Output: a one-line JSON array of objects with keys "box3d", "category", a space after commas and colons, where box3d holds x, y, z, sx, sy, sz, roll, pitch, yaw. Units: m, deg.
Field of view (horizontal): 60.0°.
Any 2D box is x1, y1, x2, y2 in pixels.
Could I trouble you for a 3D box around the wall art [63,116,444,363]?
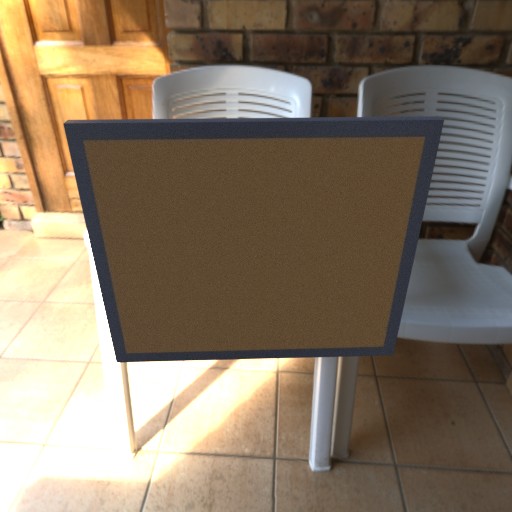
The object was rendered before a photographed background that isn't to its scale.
[{"box3d": [0.000, 0.000, 0.921, 0.660, 0.558, 0.026, -1, 31, -2], "category": "wall art"}]
